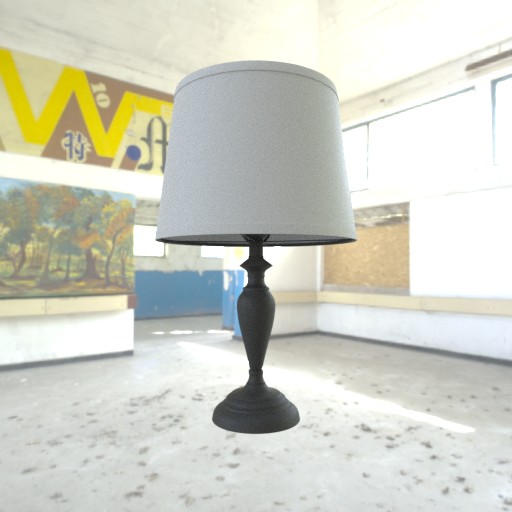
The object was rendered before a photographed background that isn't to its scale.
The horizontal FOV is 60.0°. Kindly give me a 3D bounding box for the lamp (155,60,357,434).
[{"bbox_3d":[0.000,0.000,0.693,0.310,0.501,0.310,0,-2,0],"label":"lamp"}]
